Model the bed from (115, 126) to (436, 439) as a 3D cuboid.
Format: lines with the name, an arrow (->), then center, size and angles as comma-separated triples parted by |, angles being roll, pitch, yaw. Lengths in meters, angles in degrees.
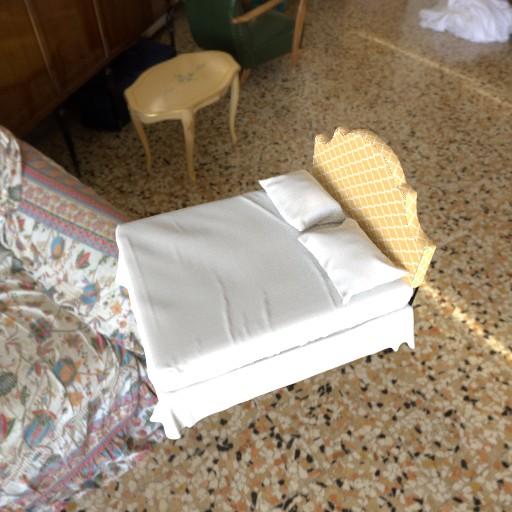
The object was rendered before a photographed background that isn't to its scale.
bed -> 0.000, 0.000, 3.495 | 2.222, 1.633, 1.780 | -16, 48, -15
